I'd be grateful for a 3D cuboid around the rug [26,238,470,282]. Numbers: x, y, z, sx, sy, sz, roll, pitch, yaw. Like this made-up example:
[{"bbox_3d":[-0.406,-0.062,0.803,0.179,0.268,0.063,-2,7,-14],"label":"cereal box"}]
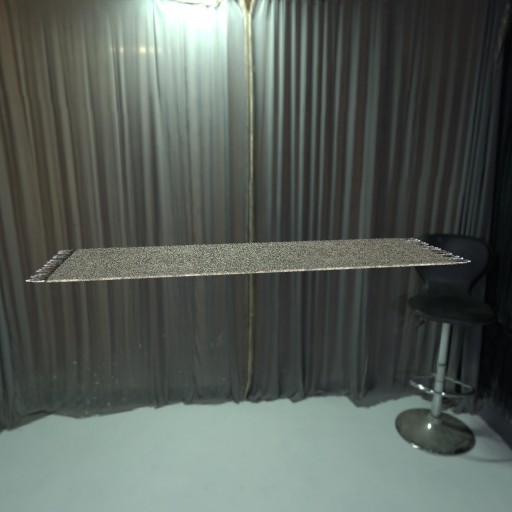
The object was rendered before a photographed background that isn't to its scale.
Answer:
[{"bbox_3d":[0.000,0.000,2.959,2.664,0.011,0.762,-2,14,-9],"label":"rug"}]
